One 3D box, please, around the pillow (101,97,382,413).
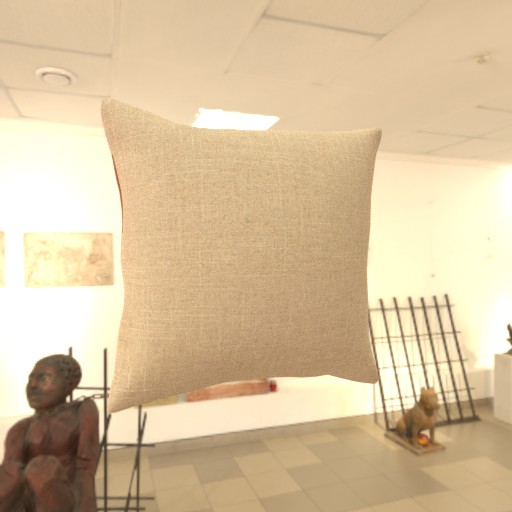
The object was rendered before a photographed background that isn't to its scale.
[{"bbox_3d":[0.000,0.000,0.627,0.414,0.399,0.173,0,0,-19],"label":"pillow"}]
